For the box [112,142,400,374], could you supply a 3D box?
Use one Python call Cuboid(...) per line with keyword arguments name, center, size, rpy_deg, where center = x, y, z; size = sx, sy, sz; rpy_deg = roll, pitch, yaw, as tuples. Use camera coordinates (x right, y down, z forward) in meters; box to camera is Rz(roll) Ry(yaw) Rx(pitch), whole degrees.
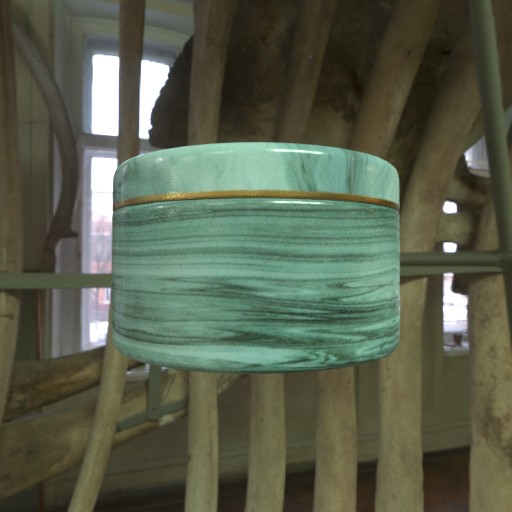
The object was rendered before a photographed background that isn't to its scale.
Cuboid(name="box", center=(0.000, 0.000, 0.164), size=(0.101, 0.063, 0.101), rpy_deg=(0, 0, 0))
